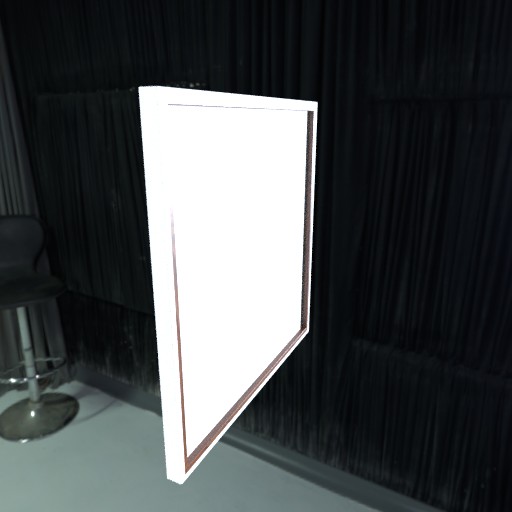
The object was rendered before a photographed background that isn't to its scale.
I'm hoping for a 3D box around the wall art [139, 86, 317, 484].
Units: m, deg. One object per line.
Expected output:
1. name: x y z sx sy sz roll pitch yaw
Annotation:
1. wall art: 0.000 0.000 1.491 0.049 1.009 1.009 8 19 25
